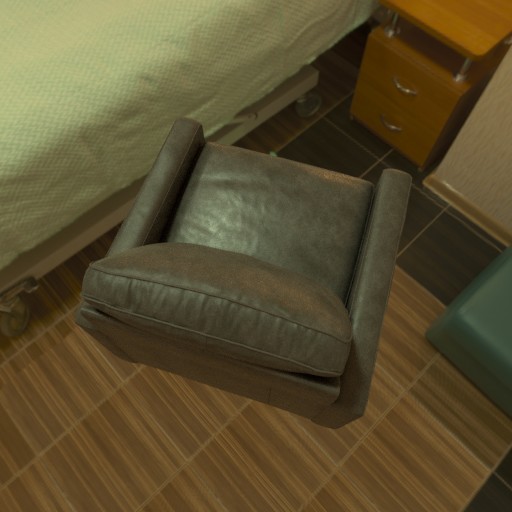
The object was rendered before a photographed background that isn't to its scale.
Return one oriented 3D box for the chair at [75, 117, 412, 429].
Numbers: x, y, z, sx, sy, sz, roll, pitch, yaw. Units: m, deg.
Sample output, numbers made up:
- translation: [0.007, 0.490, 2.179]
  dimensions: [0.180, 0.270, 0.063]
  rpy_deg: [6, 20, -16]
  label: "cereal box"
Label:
- translation: [0.000, 0.000, 1.688]
  dimensions: [1.006, 0.916, 0.939]
  rpy_deg: [16, 65, 8]
  label: "chair"
